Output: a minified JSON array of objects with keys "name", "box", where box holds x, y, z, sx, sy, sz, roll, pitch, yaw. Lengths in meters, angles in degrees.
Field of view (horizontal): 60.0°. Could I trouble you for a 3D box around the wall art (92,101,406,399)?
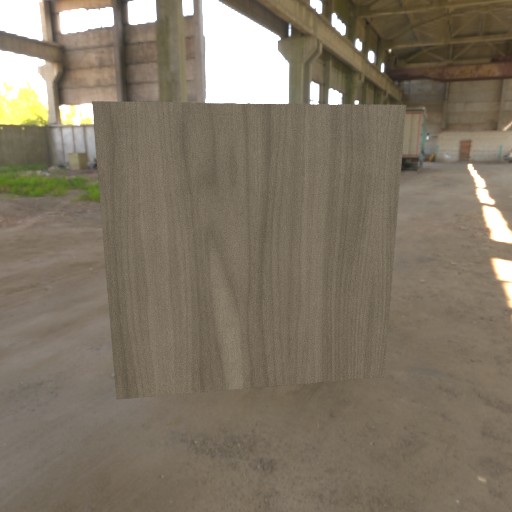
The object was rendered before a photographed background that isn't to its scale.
[{"name":"wall art","box":[0.000,0.000,0.777,0.508,0.507,0.016,-2,15,-9]}]
